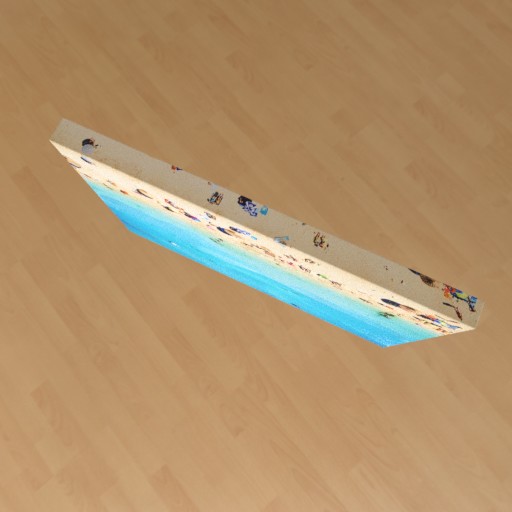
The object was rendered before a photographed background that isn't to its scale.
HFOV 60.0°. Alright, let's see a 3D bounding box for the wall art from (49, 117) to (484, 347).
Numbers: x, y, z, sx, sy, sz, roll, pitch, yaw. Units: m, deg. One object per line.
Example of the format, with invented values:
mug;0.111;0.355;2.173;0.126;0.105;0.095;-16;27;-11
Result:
wall art;0.000;0.000;1.136;0.894;0.595;0.057;24;77;6
